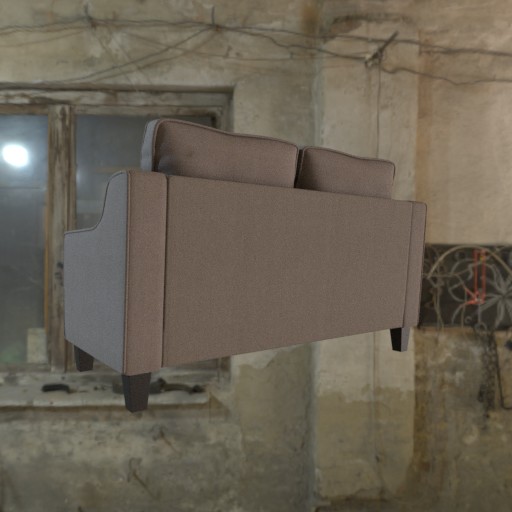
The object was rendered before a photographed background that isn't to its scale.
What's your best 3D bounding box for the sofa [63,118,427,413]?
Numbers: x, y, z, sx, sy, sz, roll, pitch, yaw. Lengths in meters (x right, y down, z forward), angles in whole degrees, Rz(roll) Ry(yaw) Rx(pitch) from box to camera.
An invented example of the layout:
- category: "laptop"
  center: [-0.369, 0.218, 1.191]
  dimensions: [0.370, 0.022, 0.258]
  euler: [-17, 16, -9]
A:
- category: "sofa"
  center: [0.000, 0.000, 2.028]
  dimensions: [1.500, 0.948, 0.791]
  euler: [-1, 1, -37]
